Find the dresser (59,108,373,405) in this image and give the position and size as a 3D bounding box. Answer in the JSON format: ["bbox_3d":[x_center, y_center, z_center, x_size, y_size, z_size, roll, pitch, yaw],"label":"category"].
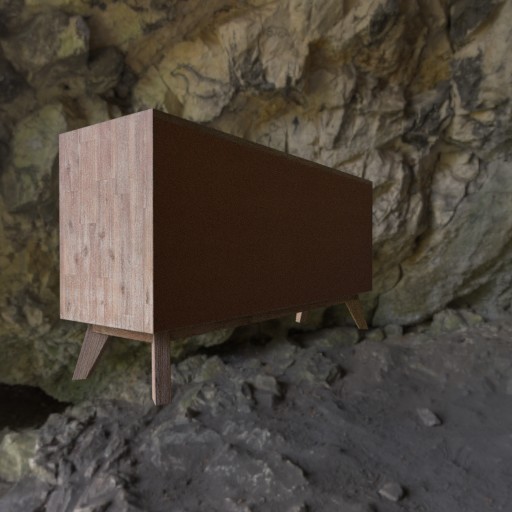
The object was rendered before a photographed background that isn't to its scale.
[{"bbox_3d":[0.000,0.000,1.942,0.455,0.805,1.554,1,1,36],"label":"dresser"}]
